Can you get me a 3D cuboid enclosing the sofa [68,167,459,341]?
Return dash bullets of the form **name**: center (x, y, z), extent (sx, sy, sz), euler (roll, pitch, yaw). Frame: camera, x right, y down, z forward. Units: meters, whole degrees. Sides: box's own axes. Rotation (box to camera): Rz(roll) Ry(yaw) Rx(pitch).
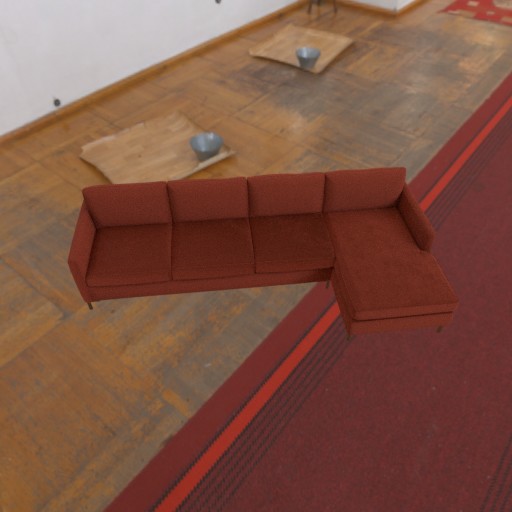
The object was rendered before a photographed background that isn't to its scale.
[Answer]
- **sofa**: center (0.000, 0.000, 3.638), extent (2.932, 0.810, 1.350), euler (-4, 46, -4)
